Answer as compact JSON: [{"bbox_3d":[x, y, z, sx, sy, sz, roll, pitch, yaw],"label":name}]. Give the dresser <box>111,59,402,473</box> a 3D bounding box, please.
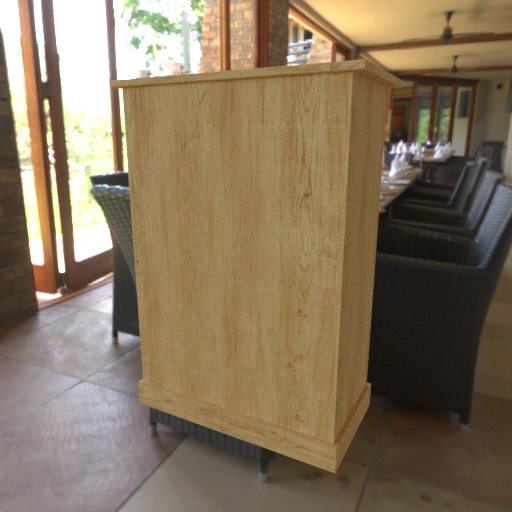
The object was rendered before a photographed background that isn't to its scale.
[{"bbox_3d":[0.000,0.000,1.739,0.915,1.300,0.485,8,17,27],"label":"dresser"}]
